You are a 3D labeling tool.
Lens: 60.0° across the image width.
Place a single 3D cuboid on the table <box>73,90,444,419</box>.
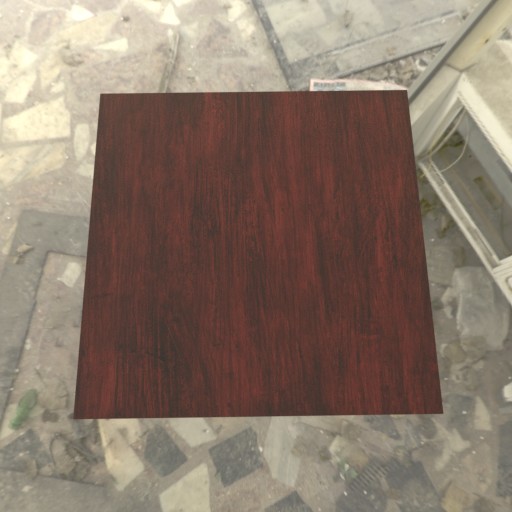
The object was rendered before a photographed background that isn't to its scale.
[{"bbox_3d":[0.000,0.000,1.314,0.865,0.356,0.865,-1,76,0],"label":"table"}]
